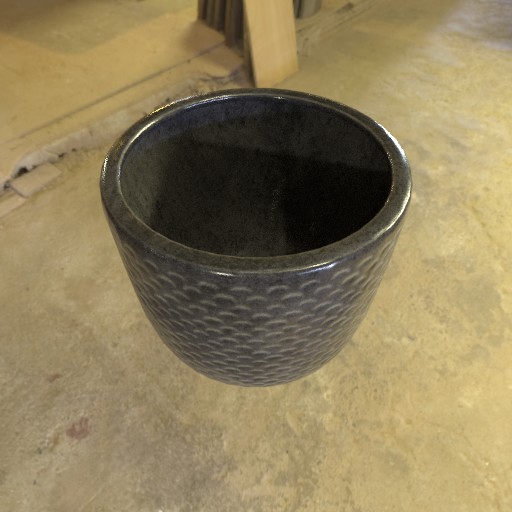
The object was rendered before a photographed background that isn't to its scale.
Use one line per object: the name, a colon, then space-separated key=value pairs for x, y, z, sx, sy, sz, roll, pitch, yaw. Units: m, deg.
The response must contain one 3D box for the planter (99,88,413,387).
planter: x=0.000 y=0.000 z=0.246 sx=0.140 sy=0.129 sz=0.140 roll=0 pitch=47 yaw=0
